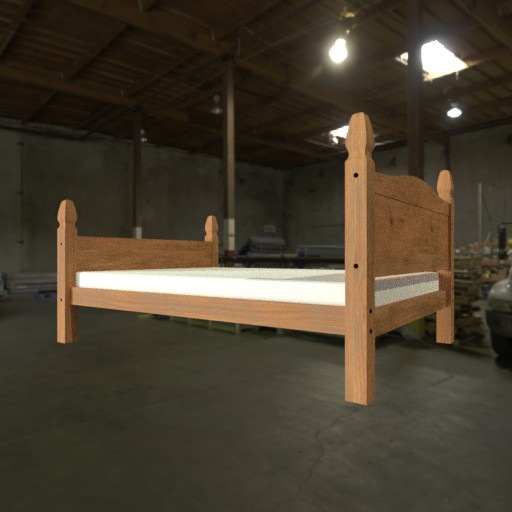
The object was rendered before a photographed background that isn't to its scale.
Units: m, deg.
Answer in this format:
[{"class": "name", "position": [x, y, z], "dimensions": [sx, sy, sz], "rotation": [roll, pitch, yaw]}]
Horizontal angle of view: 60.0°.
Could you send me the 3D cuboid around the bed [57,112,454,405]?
[{"class": "bed", "position": [0.000, 0.000, 2.842], "dimensions": [2.069, 1.100, 1.490], "rotation": [0, 0, 36]}]
